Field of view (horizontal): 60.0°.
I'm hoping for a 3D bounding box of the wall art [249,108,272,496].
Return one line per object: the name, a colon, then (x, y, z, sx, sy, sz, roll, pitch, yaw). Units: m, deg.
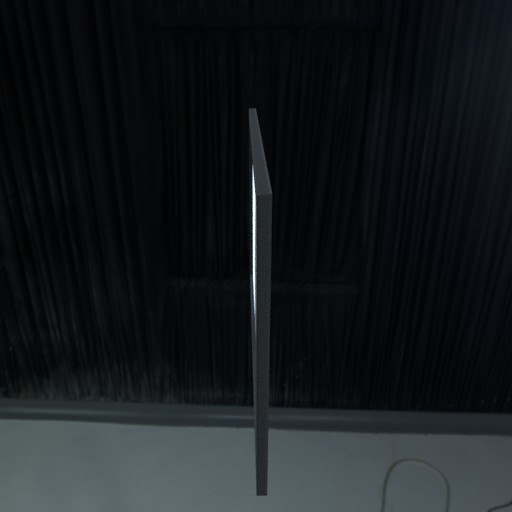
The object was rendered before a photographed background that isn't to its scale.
wall art: (0.000, 0.000, 1.227, 0.049, 0.659, 0.964, 0, 26, 0)
